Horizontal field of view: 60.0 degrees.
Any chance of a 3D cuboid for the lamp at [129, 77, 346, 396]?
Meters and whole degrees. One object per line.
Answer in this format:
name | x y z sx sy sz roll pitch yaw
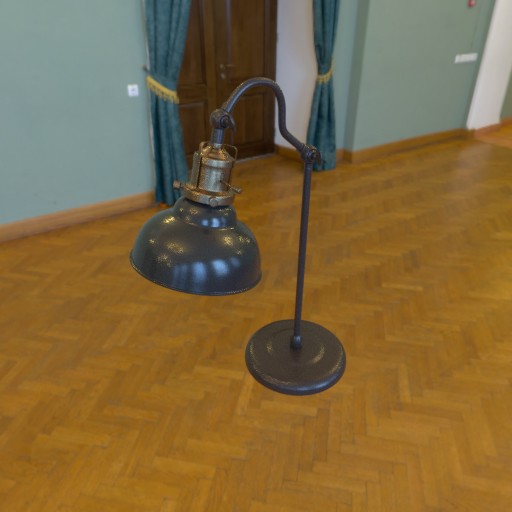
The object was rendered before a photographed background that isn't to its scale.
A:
lamp | 0.000 0.000 0.672 0.374 0.508 0.192 -19 36 -29
